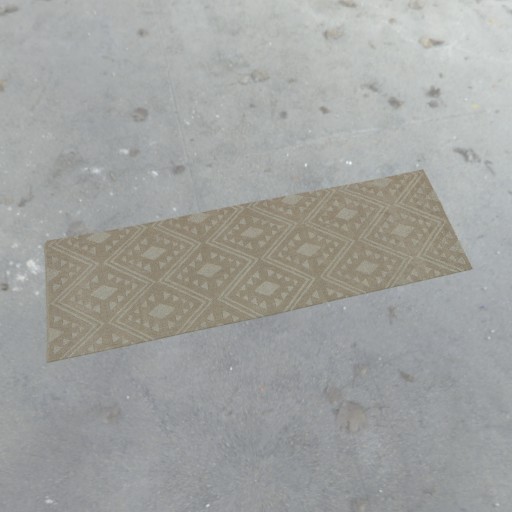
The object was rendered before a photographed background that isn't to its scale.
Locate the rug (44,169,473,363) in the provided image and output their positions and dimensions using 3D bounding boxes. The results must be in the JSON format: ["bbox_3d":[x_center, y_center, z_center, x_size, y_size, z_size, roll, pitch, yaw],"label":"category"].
[{"bbox_3d":[0.000,0.000,2.640,2.452,0.051,0.752,-12,64,-6],"label":"rug"}]
